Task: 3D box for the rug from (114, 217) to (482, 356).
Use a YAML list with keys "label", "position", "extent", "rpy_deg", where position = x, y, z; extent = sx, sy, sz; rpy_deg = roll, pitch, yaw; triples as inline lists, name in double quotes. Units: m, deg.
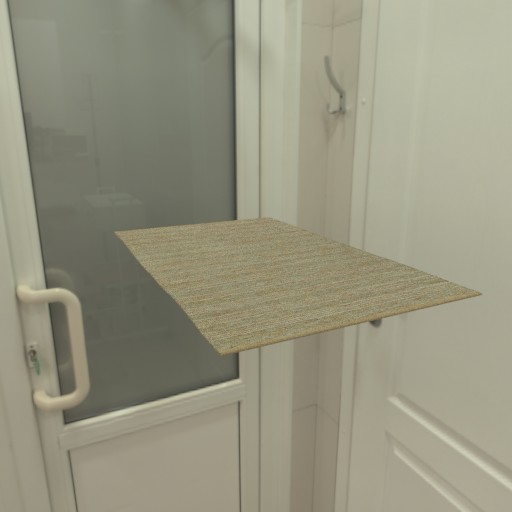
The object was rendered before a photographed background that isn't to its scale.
- label: "rug"
  position: [0.000, 0.000, 3.120]
  extent: [1.540, 0.012, 2.448]
  rpy_deg: [-8, 18, -25]
